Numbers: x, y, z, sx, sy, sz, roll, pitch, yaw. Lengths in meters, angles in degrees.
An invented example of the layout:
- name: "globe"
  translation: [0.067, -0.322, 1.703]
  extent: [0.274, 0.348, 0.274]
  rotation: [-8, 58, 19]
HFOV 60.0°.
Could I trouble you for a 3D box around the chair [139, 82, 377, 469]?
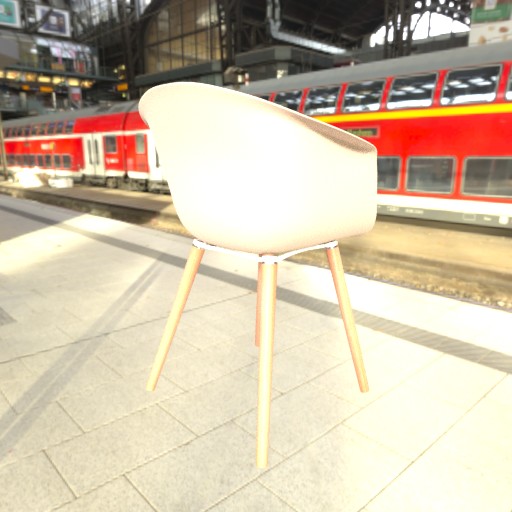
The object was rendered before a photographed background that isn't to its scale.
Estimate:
- name: "chair"
  translation: [0.000, 0.000, 1.135]
  extent: [0.504, 0.781, 0.593]
  rotation: [-13, 18, -43]
